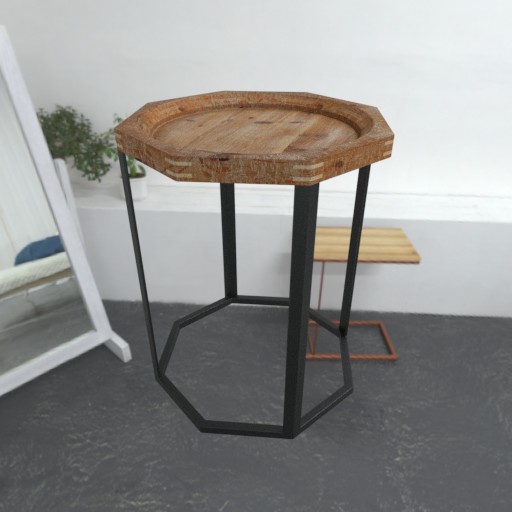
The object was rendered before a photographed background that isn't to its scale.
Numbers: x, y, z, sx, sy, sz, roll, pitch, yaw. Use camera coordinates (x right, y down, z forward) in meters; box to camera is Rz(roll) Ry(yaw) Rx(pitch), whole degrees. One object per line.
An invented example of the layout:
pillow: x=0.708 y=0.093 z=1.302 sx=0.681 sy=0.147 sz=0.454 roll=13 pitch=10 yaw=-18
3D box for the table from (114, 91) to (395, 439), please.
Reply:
table: x=0.000 y=0.000 z=0.880 sx=0.458 sy=0.543 sz=0.458 roll=-9 pitch=32 yaw=-15
